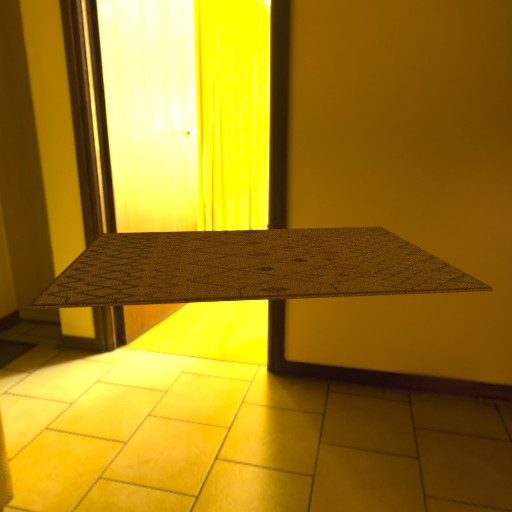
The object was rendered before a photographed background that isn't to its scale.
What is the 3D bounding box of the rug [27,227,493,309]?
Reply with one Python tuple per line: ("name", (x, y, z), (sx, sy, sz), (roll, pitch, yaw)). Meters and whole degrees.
("rug", (0.000, 0.000, 2.305), (1.829, 0.016, 1.219), (-2, 16, -6))
